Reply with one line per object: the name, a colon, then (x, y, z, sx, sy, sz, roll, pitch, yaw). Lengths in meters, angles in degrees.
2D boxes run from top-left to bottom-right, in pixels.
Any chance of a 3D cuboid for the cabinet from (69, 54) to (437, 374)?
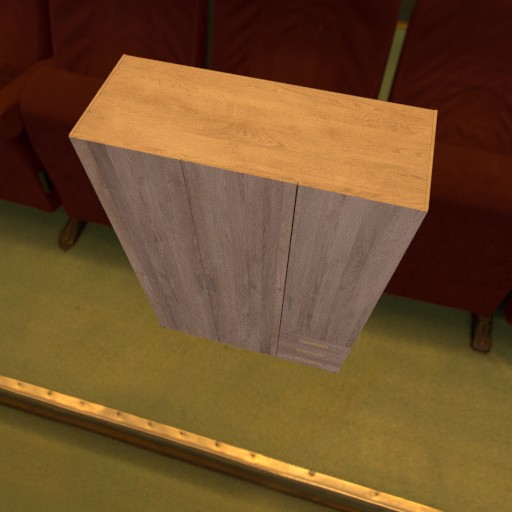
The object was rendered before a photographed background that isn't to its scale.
cabinet: (0.000, 0.000, 2.467, 1.290, 1.910, 0.510, 13, 60, 8)
